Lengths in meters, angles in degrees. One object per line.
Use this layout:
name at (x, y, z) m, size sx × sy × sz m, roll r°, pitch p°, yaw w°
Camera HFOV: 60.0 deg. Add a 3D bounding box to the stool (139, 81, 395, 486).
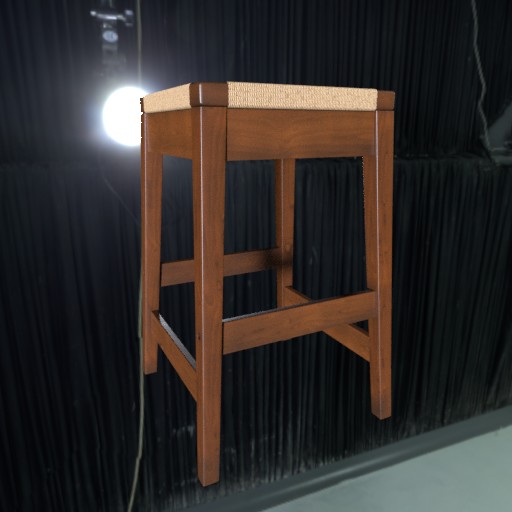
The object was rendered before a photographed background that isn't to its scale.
stool at (0.000, 0.000, 1.103) m, size 0.497 × 0.762 × 0.507 m, roll -8°, pitch 18°, yaw -26°
